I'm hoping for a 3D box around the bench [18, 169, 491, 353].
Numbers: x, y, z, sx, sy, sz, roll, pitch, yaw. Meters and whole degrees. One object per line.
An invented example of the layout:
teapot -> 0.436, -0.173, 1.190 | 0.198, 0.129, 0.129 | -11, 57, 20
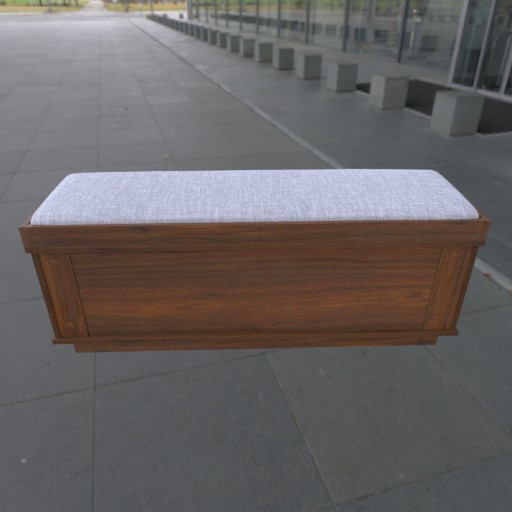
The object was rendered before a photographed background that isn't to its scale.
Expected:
bench -> 0.000, 0.000, 1.377 | 1.196, 0.468, 0.367 | -1, 30, -2
